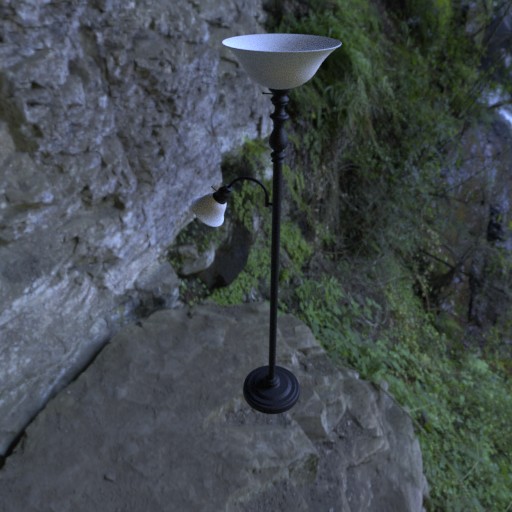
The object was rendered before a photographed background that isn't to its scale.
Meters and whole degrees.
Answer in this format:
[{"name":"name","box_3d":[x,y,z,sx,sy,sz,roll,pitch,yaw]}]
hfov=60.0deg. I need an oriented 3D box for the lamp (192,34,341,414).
[{"name":"lamp","box_3d":[0.000,0.000,2.032,0.588,1.793,0.405,11,35,16]}]
